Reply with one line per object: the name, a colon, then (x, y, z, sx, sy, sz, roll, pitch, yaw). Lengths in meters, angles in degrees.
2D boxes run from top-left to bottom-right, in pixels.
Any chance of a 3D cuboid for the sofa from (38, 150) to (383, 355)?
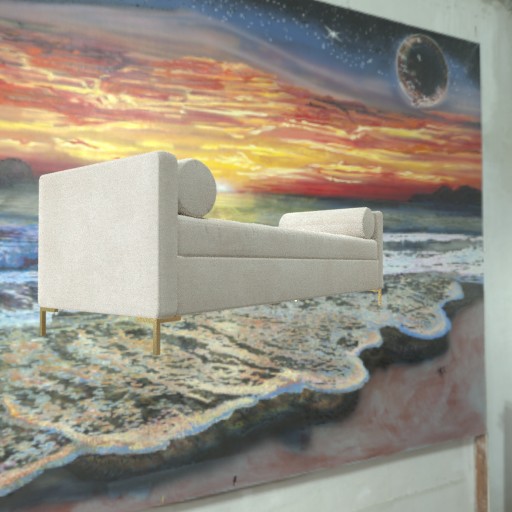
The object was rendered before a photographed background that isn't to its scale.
sofa: (0.000, 0.000, 2.329, 0.686, 0.635, 1.981, -1, -1, 35)
